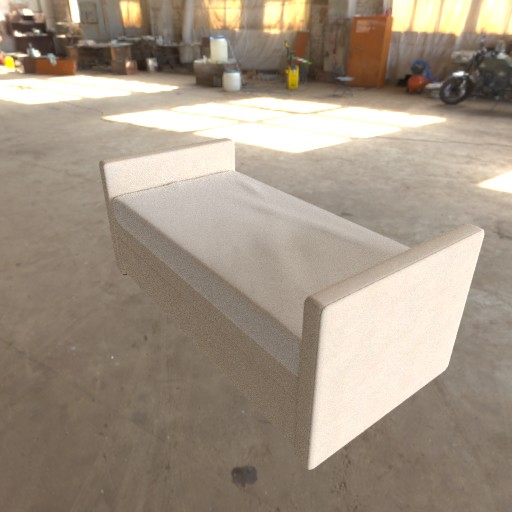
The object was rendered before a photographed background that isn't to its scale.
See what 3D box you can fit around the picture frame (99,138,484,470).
[{"bbox_3d":[0.000,0.000,2.749,1.069,0.891,2.161,-20,35,-32],"label":"picture frame"}]
